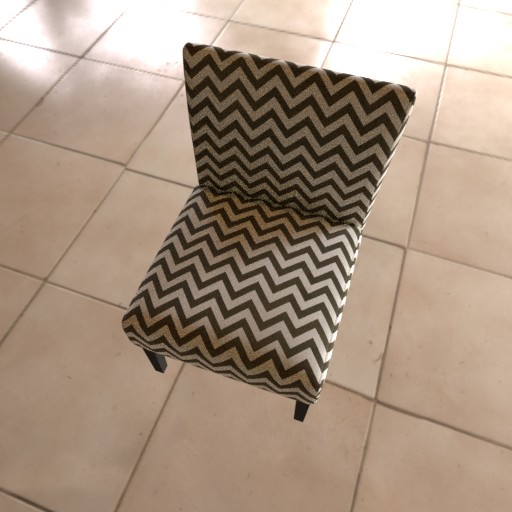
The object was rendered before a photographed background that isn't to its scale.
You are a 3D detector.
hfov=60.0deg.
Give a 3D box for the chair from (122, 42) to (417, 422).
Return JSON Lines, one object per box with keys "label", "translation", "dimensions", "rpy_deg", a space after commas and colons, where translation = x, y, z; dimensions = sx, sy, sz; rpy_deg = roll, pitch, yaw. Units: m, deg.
{"label": "chair", "translation": [0.000, 0.000, 1.270], "dimensions": [0.589, 0.838, 0.648], "rpy_deg": [16, 59, 10]}
